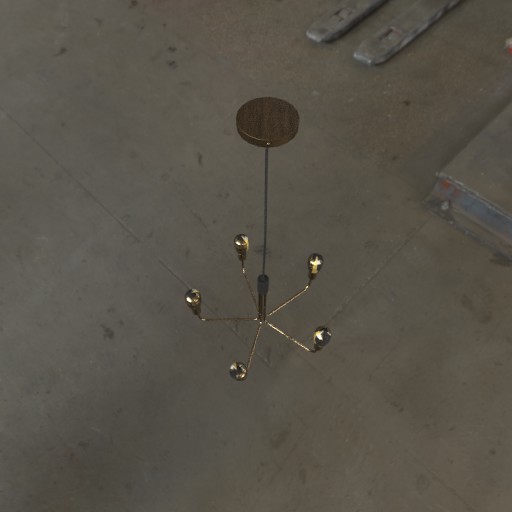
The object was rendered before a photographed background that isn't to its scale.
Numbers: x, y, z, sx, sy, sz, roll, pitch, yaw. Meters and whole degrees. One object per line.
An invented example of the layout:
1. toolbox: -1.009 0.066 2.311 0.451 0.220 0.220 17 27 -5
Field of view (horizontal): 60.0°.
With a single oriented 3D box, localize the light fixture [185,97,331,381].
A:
1. light fixture: 0.000 0.000 1.379 0.532 1.059 0.588 -1 58 0
